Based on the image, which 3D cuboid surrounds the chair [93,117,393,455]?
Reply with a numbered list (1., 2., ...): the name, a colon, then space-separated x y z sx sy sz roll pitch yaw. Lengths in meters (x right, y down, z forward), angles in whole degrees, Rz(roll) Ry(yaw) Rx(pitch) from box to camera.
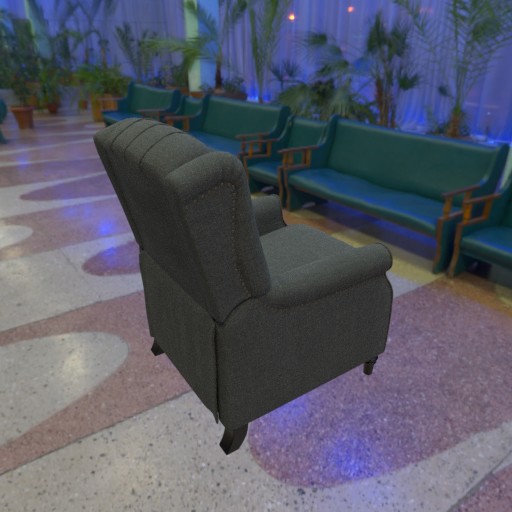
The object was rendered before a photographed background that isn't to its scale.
1. chair: 0.000 0.000 1.663 0.898 1.035 0.742 -17 31 -30
